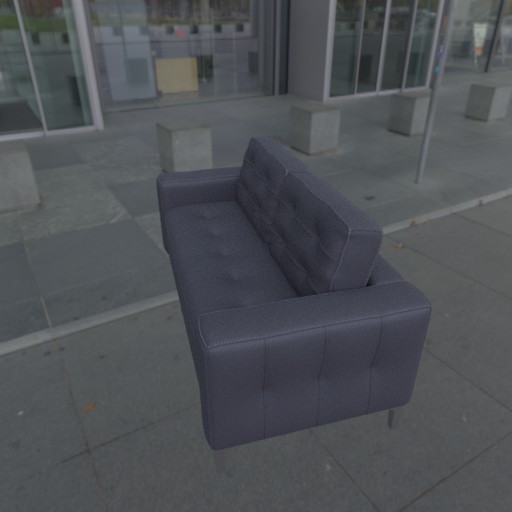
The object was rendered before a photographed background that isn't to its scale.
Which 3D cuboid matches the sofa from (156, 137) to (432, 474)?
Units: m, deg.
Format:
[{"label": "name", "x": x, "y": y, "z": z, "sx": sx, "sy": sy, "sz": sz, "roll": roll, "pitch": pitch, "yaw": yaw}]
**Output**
[{"label": "sofa", "x": 0.000, "y": 0.000, "z": 2.241, "sx": 0.833, "sy": 0.893, "sz": 1.726, "roll": -8, "pitch": 30, "yaw": -14}]
